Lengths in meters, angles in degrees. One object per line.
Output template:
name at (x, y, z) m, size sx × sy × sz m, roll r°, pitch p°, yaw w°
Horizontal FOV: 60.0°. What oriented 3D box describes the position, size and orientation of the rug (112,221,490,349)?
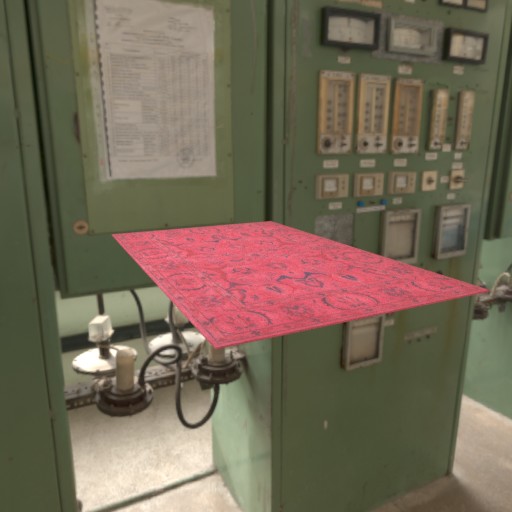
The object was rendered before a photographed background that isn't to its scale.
rug at (0.000, 0.000, 3.035) m, size 1.534 × 0.010 × 2.423 m, roll -7°, pitch 16°, yaw -25°
